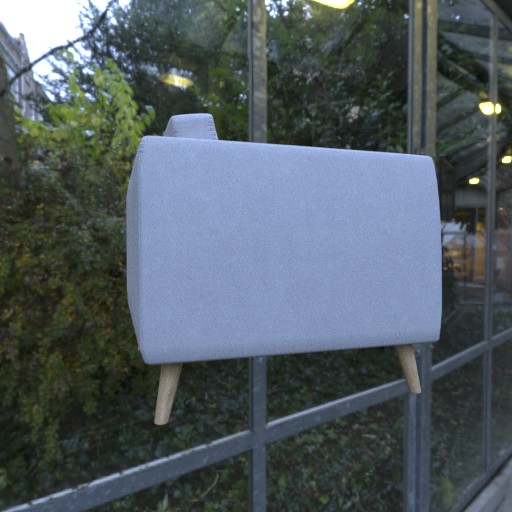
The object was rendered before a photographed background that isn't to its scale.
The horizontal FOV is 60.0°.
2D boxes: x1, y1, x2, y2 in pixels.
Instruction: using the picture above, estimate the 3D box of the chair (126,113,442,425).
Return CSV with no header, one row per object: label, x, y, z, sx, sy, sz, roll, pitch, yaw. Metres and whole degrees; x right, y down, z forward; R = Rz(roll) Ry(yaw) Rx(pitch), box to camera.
chair,0.000,0.000,1.701,0.930,0.860,1.000,0,2,-18
